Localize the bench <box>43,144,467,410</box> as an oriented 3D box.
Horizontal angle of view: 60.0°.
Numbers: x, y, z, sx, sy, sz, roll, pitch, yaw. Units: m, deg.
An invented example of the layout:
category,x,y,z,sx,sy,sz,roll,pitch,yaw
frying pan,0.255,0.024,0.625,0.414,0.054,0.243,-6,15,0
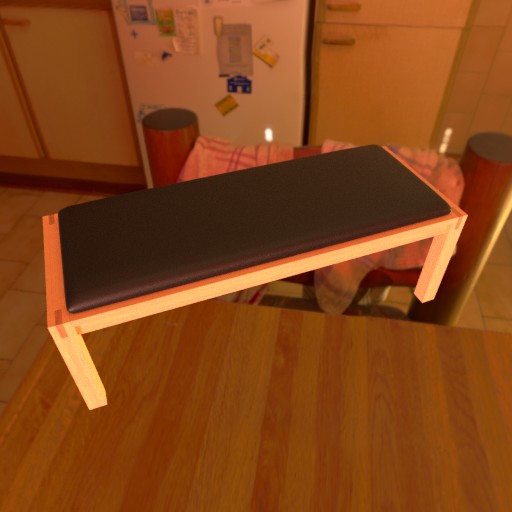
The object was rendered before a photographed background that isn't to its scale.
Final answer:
category,x,y,z,sx,sy,sz,roll,pitch,yaw
bench,0.000,0.000,1.448,1.202,0.430,0.450,-15,45,-15
